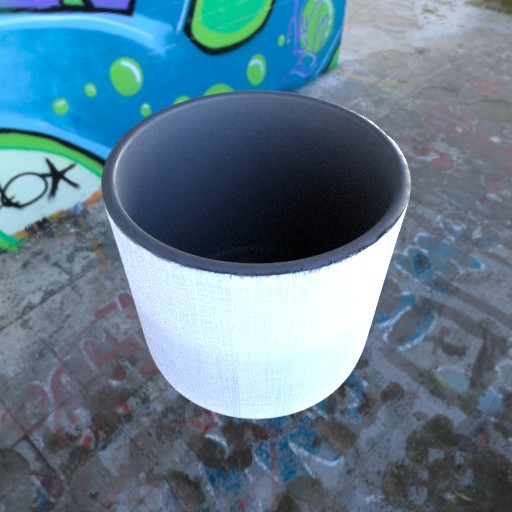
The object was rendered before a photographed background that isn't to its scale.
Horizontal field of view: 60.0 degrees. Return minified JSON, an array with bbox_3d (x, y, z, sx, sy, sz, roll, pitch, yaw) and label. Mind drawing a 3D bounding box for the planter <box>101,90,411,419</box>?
[{"bbox_3d":[0.000,0.000,0.389,0.221,0.201,0.221,0,47,0],"label":"planter"}]
